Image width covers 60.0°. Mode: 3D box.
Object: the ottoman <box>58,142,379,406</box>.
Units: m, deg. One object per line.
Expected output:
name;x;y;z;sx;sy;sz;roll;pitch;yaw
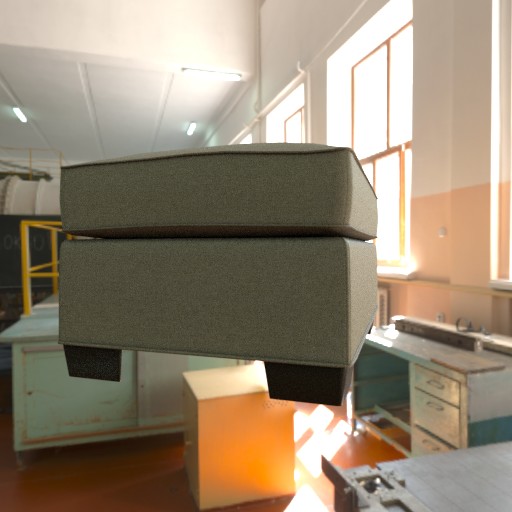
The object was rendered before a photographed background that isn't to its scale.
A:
ottoman;0.000;0.000;1.228;0.619;0.504;0.843;0;1;18
